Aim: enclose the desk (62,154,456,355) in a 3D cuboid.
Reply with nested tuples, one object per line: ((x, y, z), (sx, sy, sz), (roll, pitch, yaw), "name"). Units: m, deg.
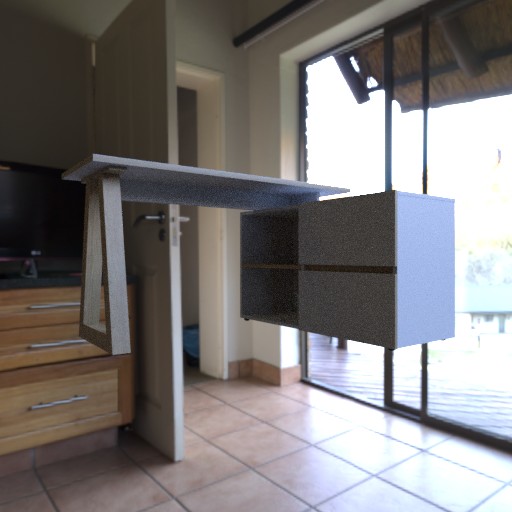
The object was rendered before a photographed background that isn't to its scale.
((0.000, 0.000, 2.002), (1.404, 0.755, 1.098), (0, 0, -36), "desk")
